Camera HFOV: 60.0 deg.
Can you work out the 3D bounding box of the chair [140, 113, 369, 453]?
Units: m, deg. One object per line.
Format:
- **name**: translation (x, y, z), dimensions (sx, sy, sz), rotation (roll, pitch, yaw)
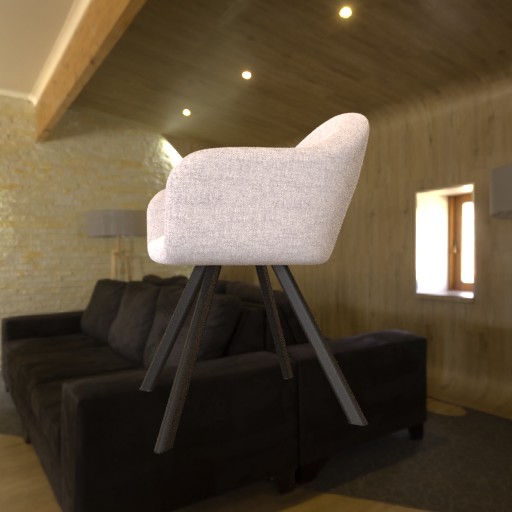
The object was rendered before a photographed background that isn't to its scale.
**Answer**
- **chair**: translation (0.000, 0.000, 1.180), dimensions (0.570, 0.780, 0.540), rotation (0, -1, -18)
